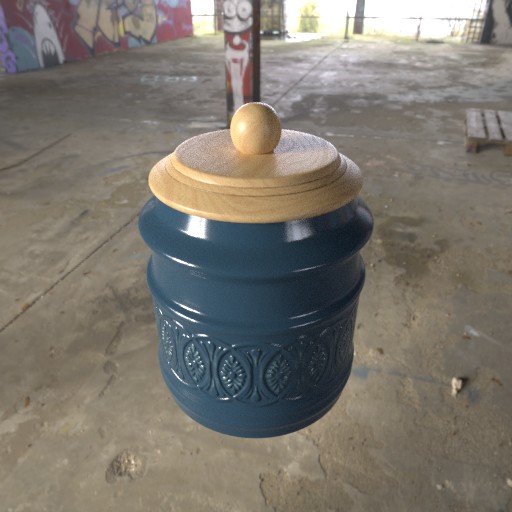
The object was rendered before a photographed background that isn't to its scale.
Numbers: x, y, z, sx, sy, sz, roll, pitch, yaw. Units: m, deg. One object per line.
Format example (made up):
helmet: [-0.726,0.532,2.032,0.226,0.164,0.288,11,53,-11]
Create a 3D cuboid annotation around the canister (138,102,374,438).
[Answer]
canister: [0.000,0.000,0.265,0.130,0.176,0.130,0,31,0]
